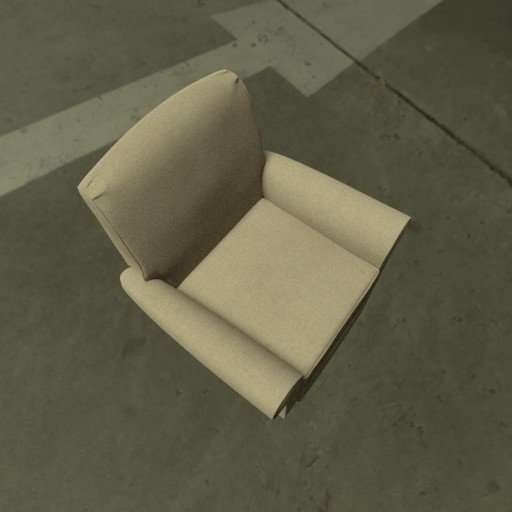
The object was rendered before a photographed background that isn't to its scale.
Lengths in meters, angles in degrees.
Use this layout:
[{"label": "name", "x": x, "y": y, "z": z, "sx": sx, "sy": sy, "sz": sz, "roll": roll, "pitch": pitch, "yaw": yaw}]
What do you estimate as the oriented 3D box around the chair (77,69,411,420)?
[{"label": "chair", "x": 0.000, "y": 0.000, "z": 1.812, "sx": 0.905, "sy": 1.061, "sz": 0.978, "roll": 33, "pitch": 64, "yaw": 18}]
